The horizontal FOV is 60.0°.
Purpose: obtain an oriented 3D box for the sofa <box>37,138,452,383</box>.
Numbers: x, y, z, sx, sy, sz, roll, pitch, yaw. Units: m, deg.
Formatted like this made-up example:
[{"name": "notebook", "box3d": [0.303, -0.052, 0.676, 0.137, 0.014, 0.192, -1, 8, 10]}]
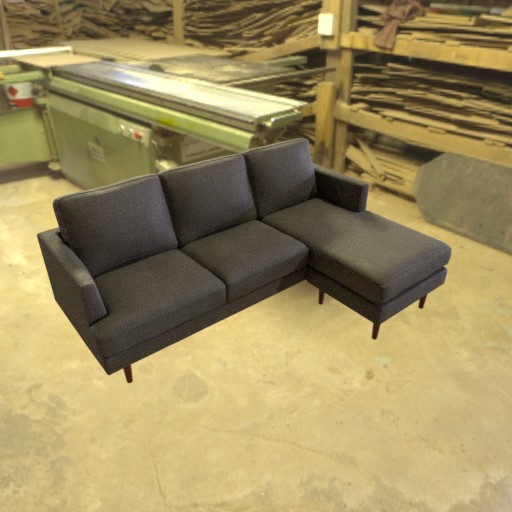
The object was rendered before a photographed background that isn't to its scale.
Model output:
[{"name": "sofa", "box3d": [0.000, 0.000, 2.875, 2.233, 0.956, 1.504, -22, 37, -33]}]
